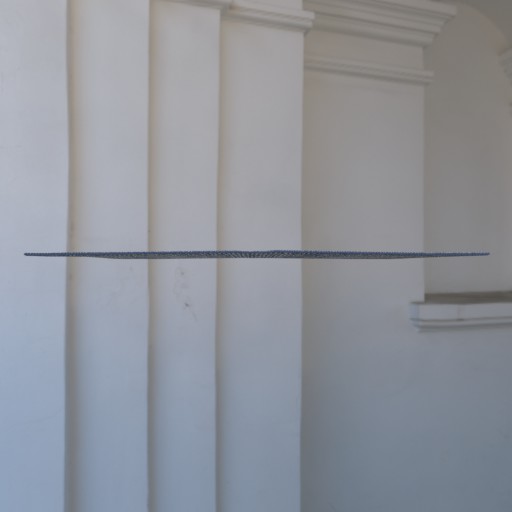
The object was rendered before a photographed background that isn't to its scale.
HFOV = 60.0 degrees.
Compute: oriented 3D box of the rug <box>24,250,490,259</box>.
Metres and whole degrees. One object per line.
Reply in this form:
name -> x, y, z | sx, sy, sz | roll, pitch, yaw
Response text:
rug -> 0.000, 0.000, 3.021 | 2.349, 0.030, 1.624 | 0, -1, 0
